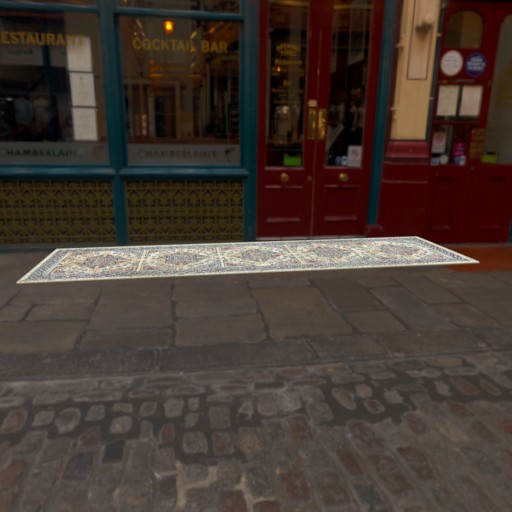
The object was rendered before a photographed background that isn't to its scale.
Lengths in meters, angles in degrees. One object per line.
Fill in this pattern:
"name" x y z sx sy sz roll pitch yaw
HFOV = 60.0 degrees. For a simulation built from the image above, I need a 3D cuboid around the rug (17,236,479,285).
"rug" 0.000 0.000 2.491 2.297 0.013 0.661 -2 15 -9
